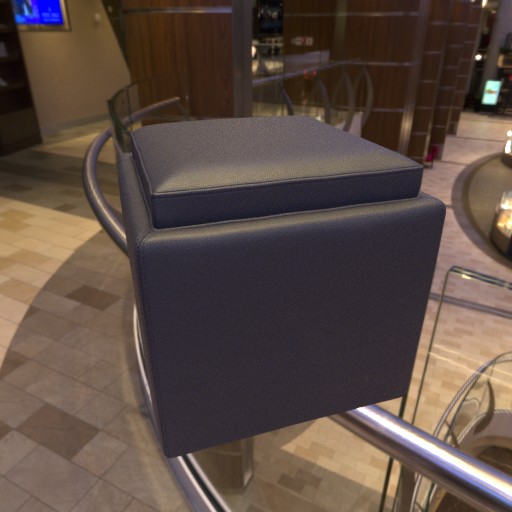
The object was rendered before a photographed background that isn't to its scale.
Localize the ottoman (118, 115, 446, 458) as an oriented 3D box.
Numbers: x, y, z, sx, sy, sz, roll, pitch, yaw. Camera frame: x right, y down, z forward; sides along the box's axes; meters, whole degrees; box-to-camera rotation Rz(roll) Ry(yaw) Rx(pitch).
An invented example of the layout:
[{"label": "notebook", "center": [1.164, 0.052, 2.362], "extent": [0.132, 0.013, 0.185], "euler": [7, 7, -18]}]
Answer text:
[{"label": "ottoman", "center": [0.000, 0.000, 0.825], "extent": [0.451, 0.460, 0.450], "euler": [-8, 28, -16]}]
